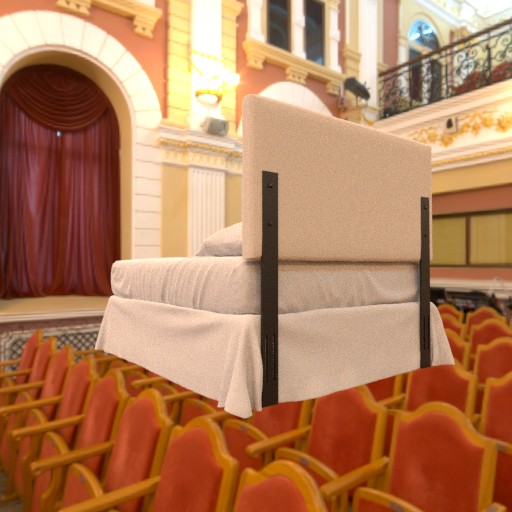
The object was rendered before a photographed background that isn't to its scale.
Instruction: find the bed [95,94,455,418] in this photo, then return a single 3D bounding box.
[{"bbox_3d":[0.000,0.000,3.483,1.936,1.577,2.222,1,-2,-37],"label":"bed"}]
